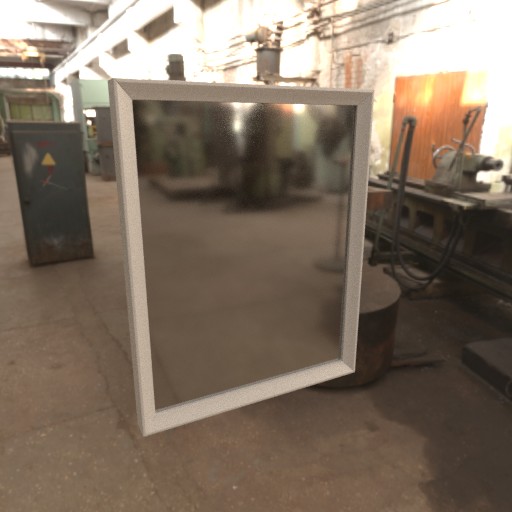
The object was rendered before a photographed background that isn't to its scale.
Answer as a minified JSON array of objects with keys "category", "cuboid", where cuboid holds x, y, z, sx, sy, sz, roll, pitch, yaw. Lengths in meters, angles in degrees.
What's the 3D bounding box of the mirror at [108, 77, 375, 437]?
[{"category":"mirror","cuboid":[0.000,0.000,0.706,0.406,0.509,0.041,-8,18,-26]}]
